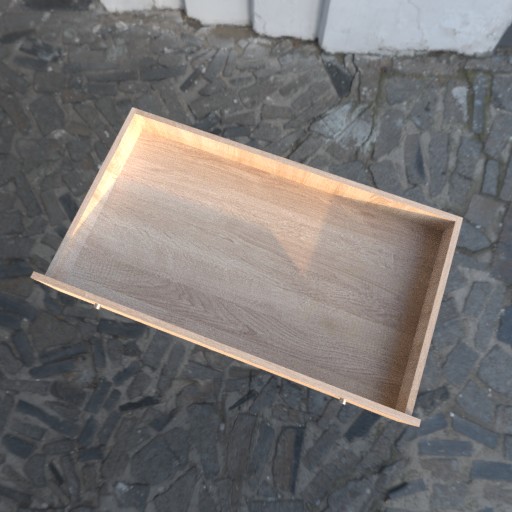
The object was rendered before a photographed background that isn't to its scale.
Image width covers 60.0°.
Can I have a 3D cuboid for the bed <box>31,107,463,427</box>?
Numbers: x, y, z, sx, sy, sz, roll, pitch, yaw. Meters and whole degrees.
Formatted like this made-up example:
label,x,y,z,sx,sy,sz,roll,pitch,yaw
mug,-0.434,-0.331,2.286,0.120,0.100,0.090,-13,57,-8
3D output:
label,x,y,z,sx,sy,sz,roll,pitch,yaw
bed,0.000,0.000,1.458,1.200,0.209,0.685,20,75,6
